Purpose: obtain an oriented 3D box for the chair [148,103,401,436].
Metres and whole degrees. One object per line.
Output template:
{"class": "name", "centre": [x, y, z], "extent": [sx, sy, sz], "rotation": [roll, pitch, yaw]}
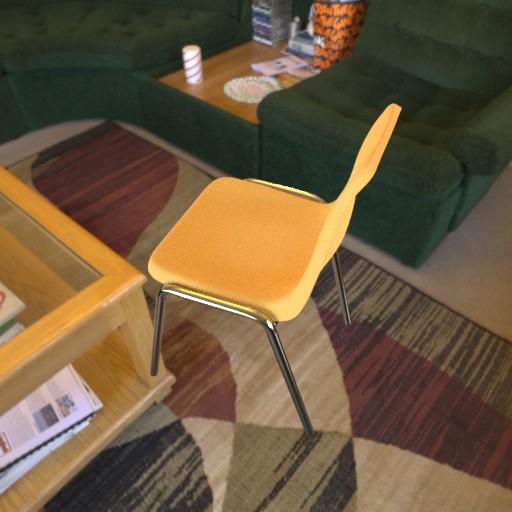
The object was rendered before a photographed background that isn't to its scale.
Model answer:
{"class": "chair", "centre": [0.000, 0.000, 0.948], "extent": [0.436, 0.704, 0.381], "rotation": [17, 49, 16]}
